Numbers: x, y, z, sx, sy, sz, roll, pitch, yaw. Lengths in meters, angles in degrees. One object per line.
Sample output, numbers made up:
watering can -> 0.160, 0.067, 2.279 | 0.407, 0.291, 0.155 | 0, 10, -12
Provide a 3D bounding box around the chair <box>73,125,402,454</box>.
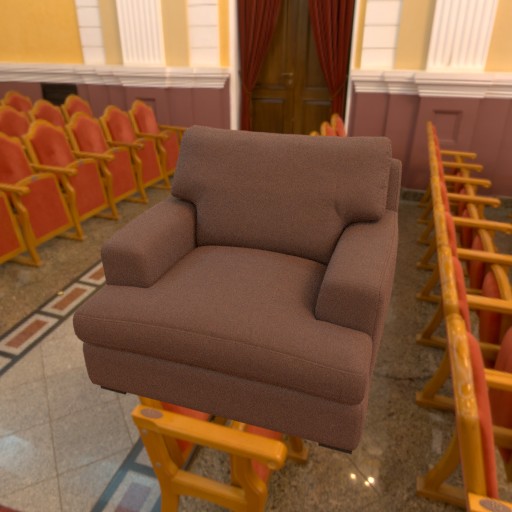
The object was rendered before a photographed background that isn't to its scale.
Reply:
chair -> 0.000, 0.000, 1.939 | 1.168, 0.940, 1.143 | 8, 28, 16
